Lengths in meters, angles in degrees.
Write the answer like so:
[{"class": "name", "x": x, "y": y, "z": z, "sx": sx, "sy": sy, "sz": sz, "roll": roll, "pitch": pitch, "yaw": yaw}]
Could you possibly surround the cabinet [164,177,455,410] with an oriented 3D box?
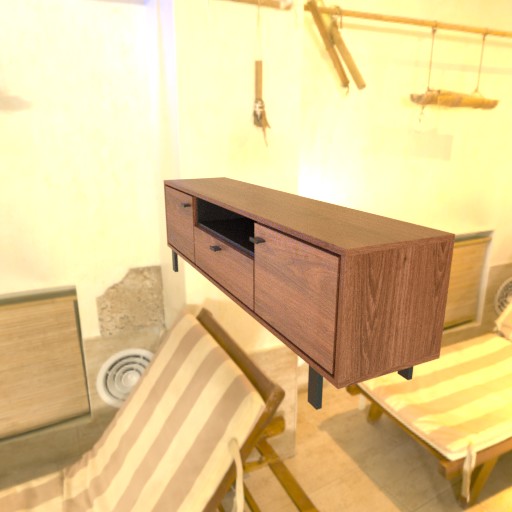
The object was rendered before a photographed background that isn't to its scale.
[{"class": "cabinet", "x": 0.000, "y": 0.000, "z": 1.906, "sx": 0.400, "sy": 0.500, "sz": 1.650, "roll": -8, "pitch": 18, "yaw": -25}]
